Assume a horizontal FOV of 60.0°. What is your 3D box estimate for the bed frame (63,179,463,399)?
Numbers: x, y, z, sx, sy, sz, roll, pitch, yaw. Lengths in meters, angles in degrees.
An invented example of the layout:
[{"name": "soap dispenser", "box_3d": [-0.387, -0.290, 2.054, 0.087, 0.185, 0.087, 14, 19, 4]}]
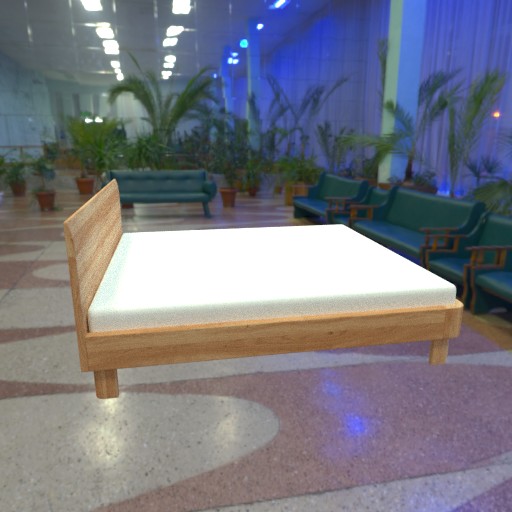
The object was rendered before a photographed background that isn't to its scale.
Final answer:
[{"name": "bed frame", "box_3d": [0.000, 0.000, 3.163, 2.092, 0.940, 1.872, -3, 16, -10]}]
